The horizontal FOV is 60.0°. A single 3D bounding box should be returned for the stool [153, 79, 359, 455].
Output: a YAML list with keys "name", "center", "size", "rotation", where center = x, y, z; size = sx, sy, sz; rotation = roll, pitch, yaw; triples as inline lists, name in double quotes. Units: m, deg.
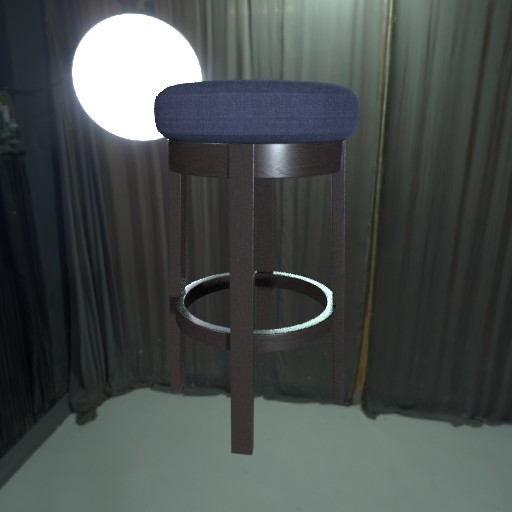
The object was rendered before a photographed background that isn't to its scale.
- name: "stool"
  center: [0.000, 0.000, 1.043]
  size: [0.446, 0.758, 0.446]
  rotation: [0, 18, 0]
